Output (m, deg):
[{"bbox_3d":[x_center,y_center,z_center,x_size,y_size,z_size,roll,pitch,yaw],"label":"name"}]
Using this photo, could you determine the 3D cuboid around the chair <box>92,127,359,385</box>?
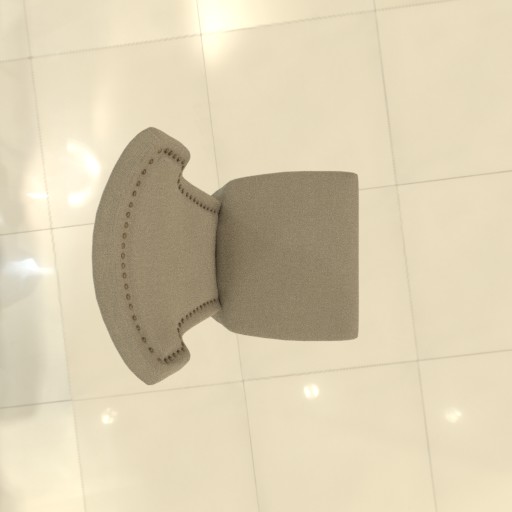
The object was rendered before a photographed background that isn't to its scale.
[{"bbox_3d":[0.000,0.000,1.325,0.630,0.955,0.526,0,90,2],"label":"chair"}]
